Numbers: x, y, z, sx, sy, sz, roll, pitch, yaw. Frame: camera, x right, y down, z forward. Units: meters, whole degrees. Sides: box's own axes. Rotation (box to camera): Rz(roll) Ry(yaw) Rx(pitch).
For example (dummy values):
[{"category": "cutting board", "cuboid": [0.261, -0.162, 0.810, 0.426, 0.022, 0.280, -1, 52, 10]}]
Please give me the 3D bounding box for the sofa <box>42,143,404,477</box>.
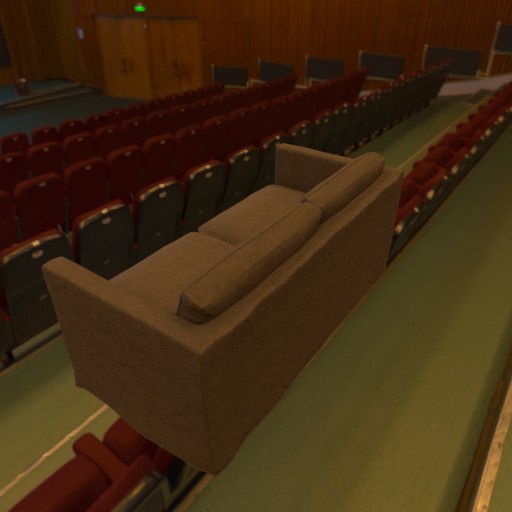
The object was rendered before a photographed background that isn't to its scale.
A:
[{"category": "sofa", "cuboid": [0.000, 0.000, 2.497, 0.953, 0.855, 1.982, 21, 38, 29]}]
